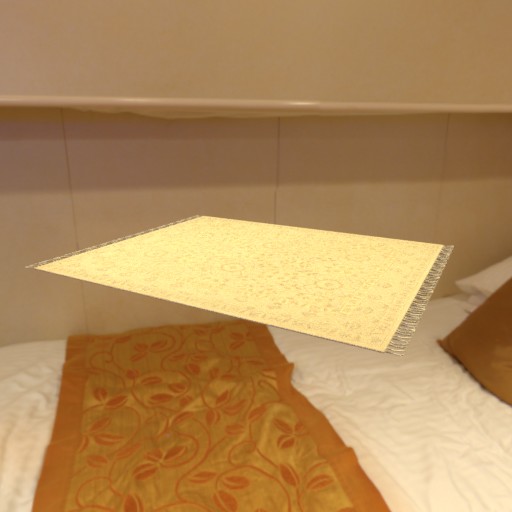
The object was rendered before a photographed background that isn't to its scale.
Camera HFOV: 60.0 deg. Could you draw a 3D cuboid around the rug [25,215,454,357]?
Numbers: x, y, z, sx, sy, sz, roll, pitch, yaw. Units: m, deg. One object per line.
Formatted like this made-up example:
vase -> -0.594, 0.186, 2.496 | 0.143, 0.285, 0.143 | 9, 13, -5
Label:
rug -> 0.000, 0.000, 3.970 | 3.043, 0.013, 2.444 | 9, 19, 28
